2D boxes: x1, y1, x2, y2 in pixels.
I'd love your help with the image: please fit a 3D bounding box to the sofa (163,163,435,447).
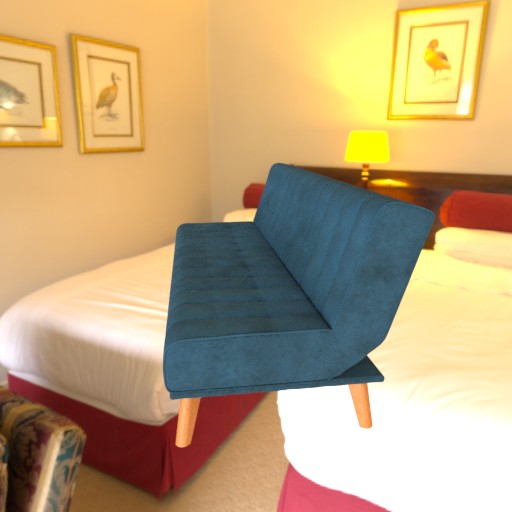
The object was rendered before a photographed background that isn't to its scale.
[{"bbox_3d":[0.000,0.000,2.264,0.855,0.813,1.804,-2,16,-8],"label":"sofa"}]
